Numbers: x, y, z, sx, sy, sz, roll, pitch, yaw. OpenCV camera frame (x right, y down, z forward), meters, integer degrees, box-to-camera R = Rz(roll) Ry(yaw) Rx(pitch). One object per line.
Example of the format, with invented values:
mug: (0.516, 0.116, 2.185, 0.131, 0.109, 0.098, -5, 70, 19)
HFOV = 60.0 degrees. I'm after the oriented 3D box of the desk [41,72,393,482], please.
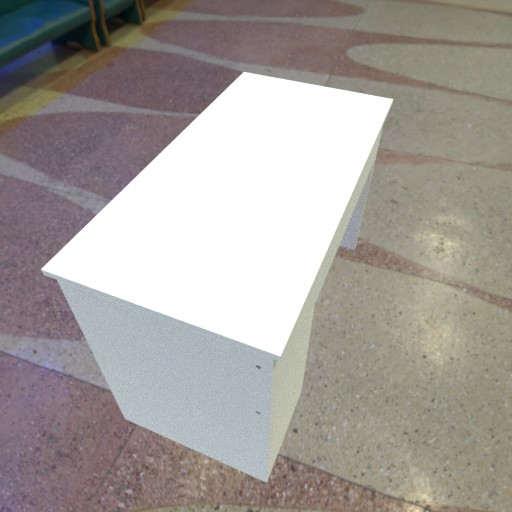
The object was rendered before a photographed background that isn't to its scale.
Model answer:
desk: (0.000, 0.000, 1.506, 0.560, 0.730, 1.096, 17, 48, 16)
